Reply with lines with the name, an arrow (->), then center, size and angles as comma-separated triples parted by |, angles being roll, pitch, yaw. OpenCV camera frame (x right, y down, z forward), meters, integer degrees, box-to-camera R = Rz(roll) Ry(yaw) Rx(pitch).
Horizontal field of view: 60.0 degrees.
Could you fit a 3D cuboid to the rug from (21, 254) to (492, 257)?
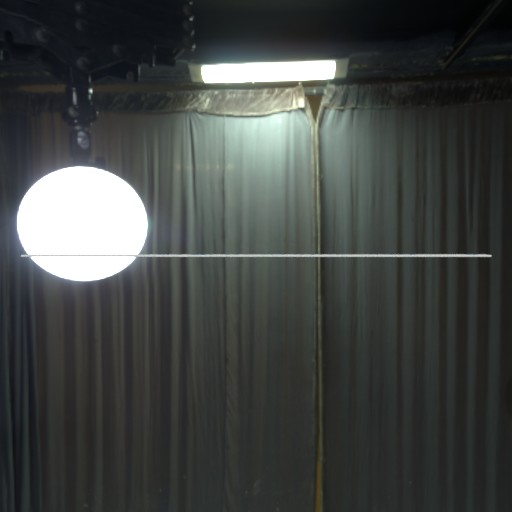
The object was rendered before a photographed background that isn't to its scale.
rug -> 0.000, 0.000, 1.445 | 1.220, 0.007, 0.605 | 0, 0, 1
